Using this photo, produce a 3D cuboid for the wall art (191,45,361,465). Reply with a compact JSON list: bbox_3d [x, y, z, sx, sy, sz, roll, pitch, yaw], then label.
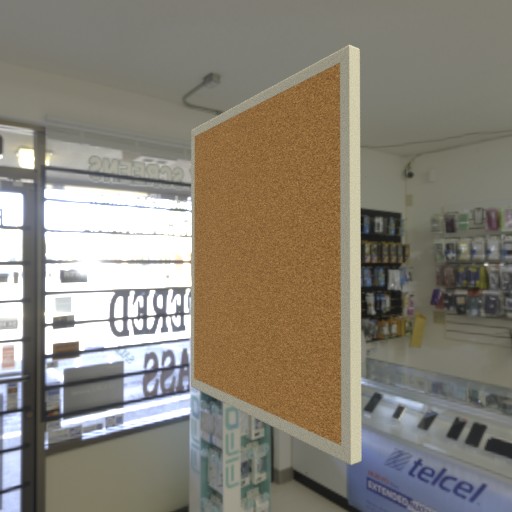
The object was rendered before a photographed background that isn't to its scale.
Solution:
[{"bbox_3d":[0.000,0.000,0.751,0.020,0.536,0.444,1,-1,-35],"label":"wall art"}]
